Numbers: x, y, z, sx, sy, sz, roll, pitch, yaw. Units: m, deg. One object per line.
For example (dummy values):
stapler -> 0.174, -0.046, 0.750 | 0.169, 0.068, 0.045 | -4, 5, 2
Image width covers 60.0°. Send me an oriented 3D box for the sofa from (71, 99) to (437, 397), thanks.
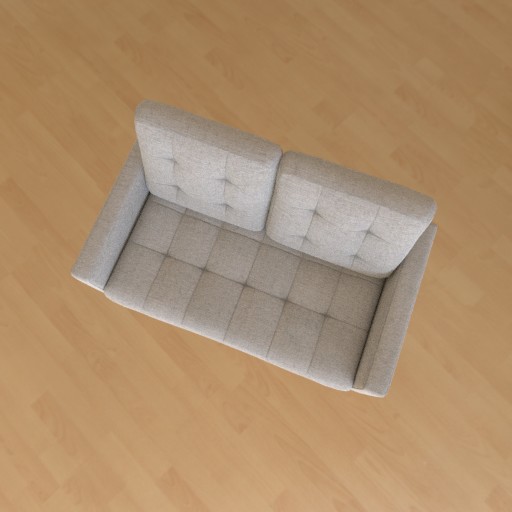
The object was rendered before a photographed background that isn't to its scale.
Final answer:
sofa -> 0.000, 0.000, 2.011 | 1.407, 0.907, 0.842 | 20, 77, 5
